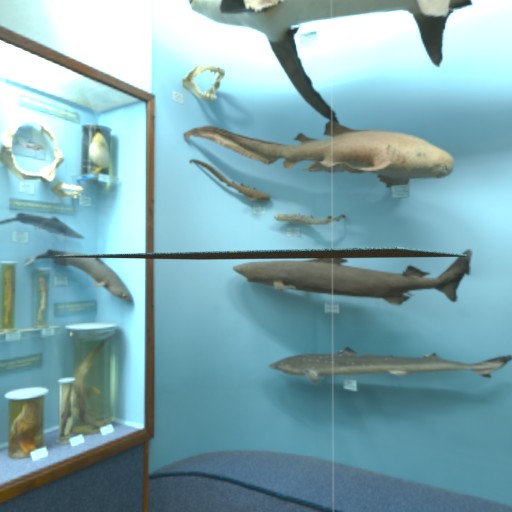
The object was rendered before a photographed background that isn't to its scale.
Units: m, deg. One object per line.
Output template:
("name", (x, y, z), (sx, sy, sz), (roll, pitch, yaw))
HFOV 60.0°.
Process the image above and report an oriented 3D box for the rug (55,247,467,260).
("rug", (0.000, 0.000, 3.085), (2.438, 0.015, 1.524), (-1, -2, 35))
